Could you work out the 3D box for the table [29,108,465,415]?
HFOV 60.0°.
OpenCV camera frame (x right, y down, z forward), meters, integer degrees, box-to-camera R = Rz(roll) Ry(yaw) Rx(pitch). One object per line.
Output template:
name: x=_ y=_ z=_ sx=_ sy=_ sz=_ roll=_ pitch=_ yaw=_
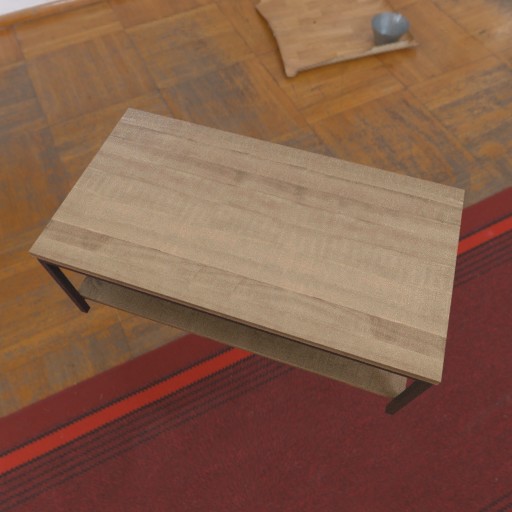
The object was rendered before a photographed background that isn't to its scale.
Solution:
table: x=0.000 y=0.000 z=1.379 sx=1.062 sy=0.393 sz=0.574 roll=16 pitch=61 yaw=9
